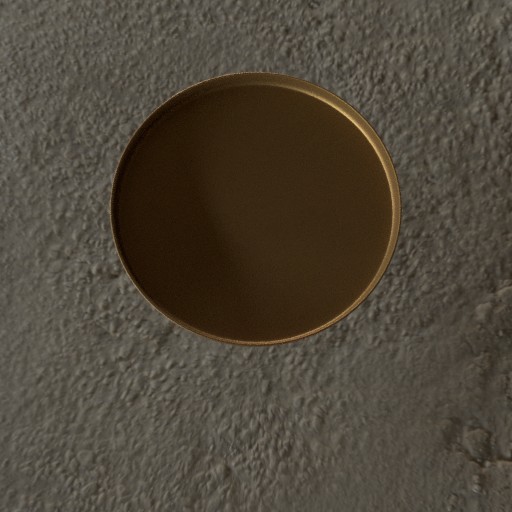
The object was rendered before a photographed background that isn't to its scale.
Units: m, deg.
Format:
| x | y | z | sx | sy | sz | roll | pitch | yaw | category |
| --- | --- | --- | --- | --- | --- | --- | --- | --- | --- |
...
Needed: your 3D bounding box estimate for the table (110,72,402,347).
| x | y | z | sx | sy | sz | roll | pitch | yaw | category |
| --- | --- | --- | --- | --- | --- | --- | --- | --- | --- |
| 0.000 | 0.000 | 0.687 | 0.299 | 0.480 | 0.299 | -22 | 77 | -6 | table |
